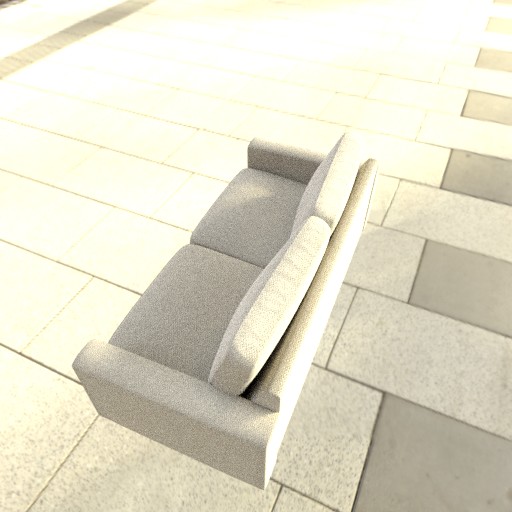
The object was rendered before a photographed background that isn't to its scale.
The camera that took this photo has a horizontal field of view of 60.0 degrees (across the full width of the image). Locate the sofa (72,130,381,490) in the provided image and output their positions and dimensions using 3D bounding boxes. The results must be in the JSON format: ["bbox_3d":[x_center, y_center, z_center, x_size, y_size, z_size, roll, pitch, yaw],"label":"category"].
[{"bbox_3d":[0.000,0.000,2.685,1.016,0.873,2.179,17,48,16],"label":"sofa"}]
